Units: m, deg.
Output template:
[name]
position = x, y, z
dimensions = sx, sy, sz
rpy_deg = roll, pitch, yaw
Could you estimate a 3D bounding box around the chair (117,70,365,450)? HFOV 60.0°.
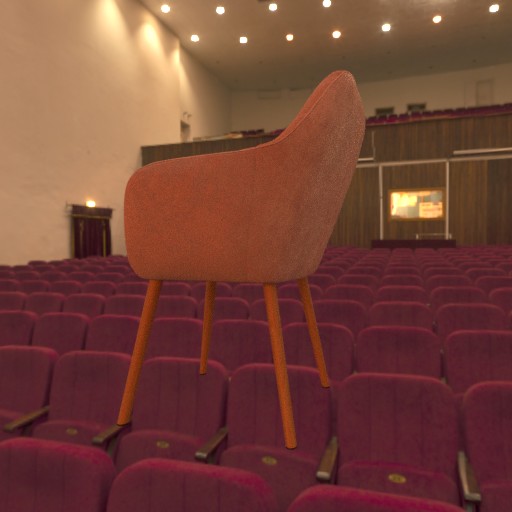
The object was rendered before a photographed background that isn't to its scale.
[chair]
position = 0.000, 0.000, 1.226
dimensions = 0.570, 0.832, 0.610
rpy_deg = 0, 1, 18
